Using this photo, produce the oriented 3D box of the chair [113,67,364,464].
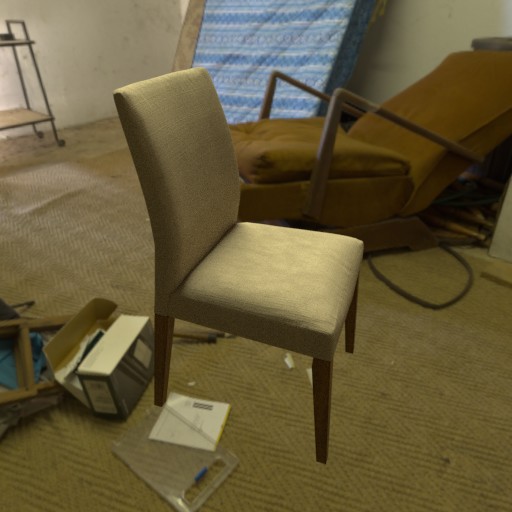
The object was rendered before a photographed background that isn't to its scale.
[{"bbox_3d":[0.000,0.000,1.270,0.585,0.940,0.496,10,32,17],"label":"chair"}]
